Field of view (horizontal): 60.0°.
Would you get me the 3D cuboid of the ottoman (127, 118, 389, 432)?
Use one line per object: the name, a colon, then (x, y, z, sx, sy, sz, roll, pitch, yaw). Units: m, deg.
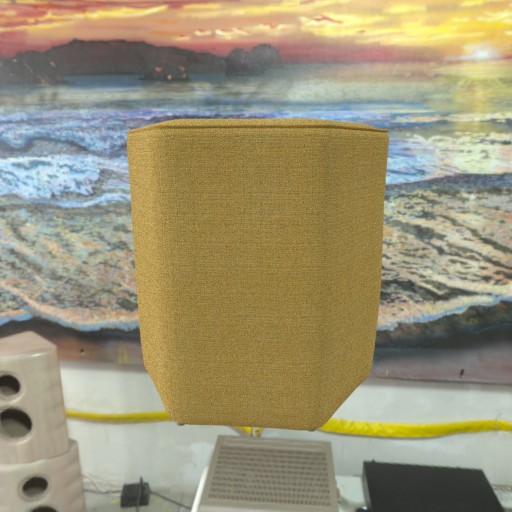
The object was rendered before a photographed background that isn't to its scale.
ottoman: (0.000, 0.000, 0.882, 0.443, 0.502, 0.494, -6, 15, -24)
